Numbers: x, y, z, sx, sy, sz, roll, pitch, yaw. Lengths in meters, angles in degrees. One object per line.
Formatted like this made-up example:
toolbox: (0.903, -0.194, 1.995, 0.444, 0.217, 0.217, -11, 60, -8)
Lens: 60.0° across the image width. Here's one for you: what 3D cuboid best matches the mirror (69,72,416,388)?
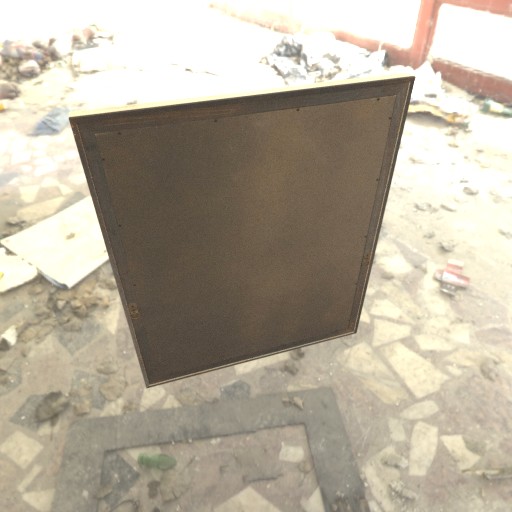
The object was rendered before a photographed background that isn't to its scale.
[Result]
mirror: (0.000, 0.000, 1.196, 0.730, 0.882, 0.032, -12, 42, -13)
